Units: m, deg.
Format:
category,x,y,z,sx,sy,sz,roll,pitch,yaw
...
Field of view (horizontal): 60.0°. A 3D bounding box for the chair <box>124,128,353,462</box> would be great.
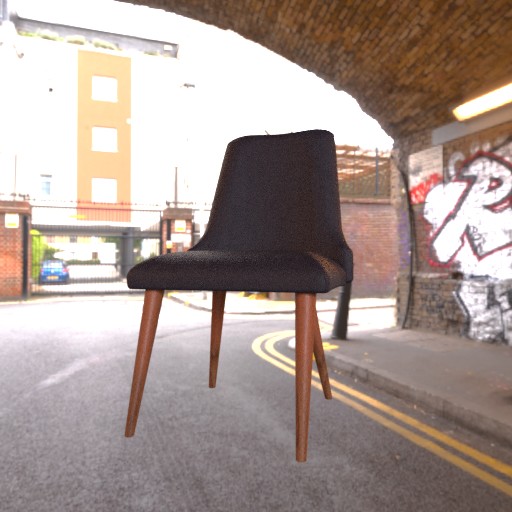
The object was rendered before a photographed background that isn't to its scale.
category,x,y,z,sx,sy,sz,roll,pitch,yaw
chair,0.000,0.000,1.202,0.504,0.820,0.567,0,-1,18
